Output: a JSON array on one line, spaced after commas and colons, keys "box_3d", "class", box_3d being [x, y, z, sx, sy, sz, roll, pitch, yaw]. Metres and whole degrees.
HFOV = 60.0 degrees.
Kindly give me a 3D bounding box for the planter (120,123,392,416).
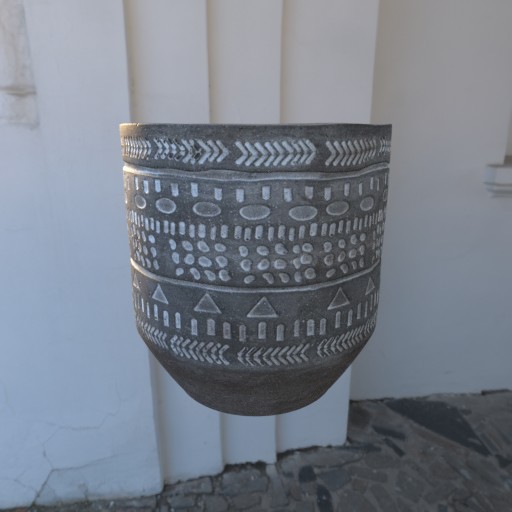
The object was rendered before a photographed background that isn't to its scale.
[{"box_3d": [0.000, 0.000, 0.222, 0.122, 0.128, 0.122, 0, 17, 0], "class": "planter"}]
